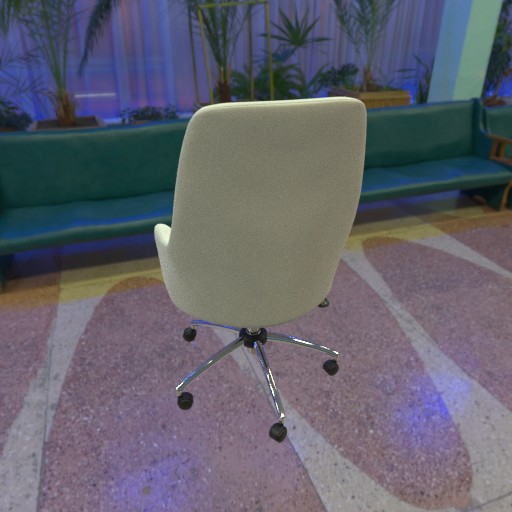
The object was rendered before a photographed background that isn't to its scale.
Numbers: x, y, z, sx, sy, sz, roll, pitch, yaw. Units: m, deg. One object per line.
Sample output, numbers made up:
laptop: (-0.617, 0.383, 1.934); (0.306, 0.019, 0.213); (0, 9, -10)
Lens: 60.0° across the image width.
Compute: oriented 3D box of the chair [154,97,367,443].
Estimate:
chair: (0.000, 0.000, 1.445); (0.620, 1.049, 0.640); (-9, 30, -15)
